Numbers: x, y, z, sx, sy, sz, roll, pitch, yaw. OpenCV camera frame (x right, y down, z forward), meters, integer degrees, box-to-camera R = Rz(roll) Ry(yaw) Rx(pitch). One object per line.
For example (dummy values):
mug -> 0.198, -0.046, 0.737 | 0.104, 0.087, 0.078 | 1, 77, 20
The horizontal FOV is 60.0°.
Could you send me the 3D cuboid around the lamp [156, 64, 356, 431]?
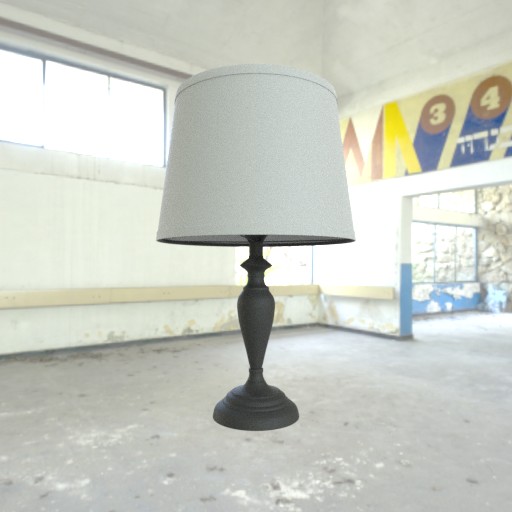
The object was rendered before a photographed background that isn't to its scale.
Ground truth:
lamp -> 0.000, 0.000, 0.704 | 0.310, 0.501, 0.310 | 0, -2, 0
